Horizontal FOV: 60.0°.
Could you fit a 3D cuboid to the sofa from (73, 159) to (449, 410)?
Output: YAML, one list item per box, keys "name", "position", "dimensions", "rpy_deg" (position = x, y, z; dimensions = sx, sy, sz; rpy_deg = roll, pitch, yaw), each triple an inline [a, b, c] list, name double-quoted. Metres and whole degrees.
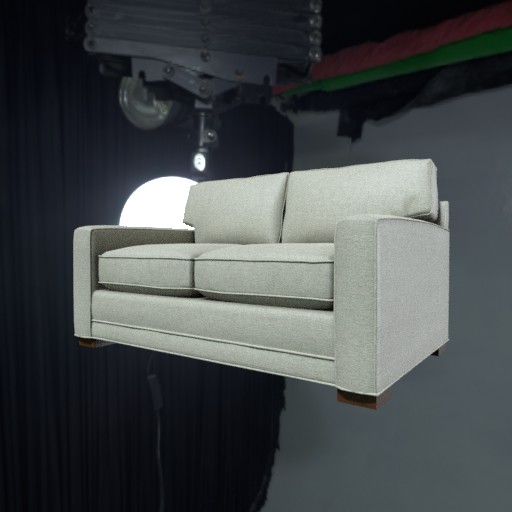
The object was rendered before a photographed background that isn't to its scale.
- name: "sofa"
  position: [0.000, 0.000, 2.042]
  dimensions: [1.484, 0.853, 0.940]
  rpy_deg: [1, 2, 35]
